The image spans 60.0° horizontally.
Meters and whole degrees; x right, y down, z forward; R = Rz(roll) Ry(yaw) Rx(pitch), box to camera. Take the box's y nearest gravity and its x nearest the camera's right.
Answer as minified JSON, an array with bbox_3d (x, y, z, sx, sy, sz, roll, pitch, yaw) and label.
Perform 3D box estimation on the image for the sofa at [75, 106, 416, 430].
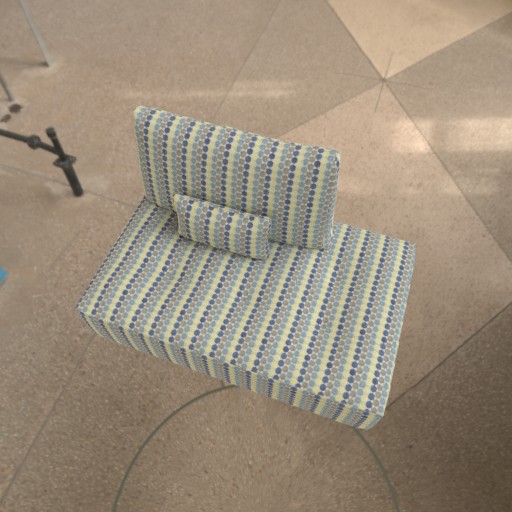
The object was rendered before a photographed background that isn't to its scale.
[{"bbox_3d":[0.000,0.000,2.048,1.450,0.820,1.000,17,60,10],"label":"sofa"}]
